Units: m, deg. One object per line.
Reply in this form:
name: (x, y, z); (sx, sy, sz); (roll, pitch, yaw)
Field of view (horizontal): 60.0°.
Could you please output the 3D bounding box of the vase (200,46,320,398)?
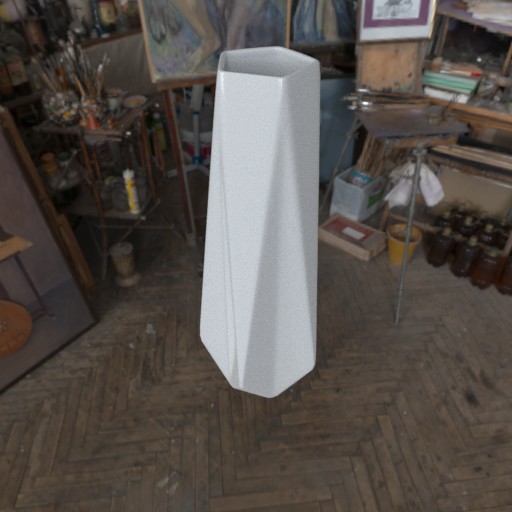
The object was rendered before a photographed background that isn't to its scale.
vase: (0.000, 0.000, 0.392); (0.116, 0.329, 0.122); (0, 40, 0)
